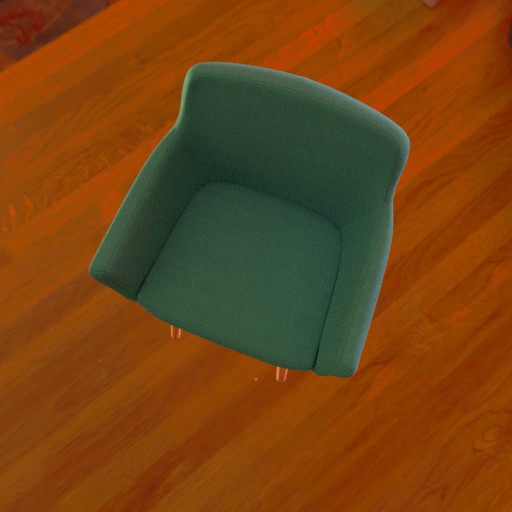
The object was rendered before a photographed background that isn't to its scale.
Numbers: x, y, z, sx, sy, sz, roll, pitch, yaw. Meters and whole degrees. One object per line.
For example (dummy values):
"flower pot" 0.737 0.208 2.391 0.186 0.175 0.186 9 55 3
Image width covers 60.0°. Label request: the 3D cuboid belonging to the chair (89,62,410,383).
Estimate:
"chair" 0.000 0.000 1.153 0.570 0.780 0.540 20 75 6
